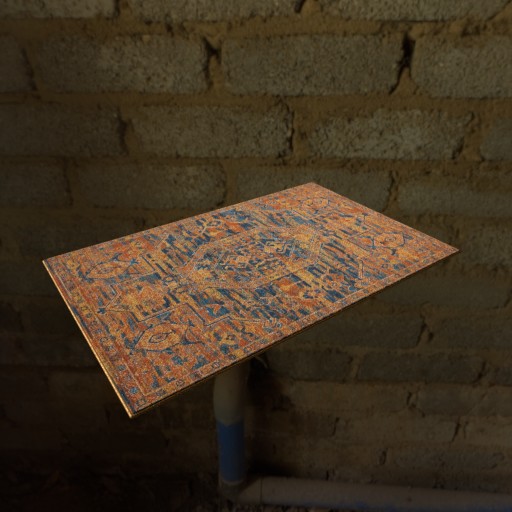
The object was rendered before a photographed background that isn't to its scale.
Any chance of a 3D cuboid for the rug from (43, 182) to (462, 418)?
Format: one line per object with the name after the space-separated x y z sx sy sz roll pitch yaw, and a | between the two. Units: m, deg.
0.000 0.000 1.084 0.863 0.008 0.557 -20 37 -30 | rug
